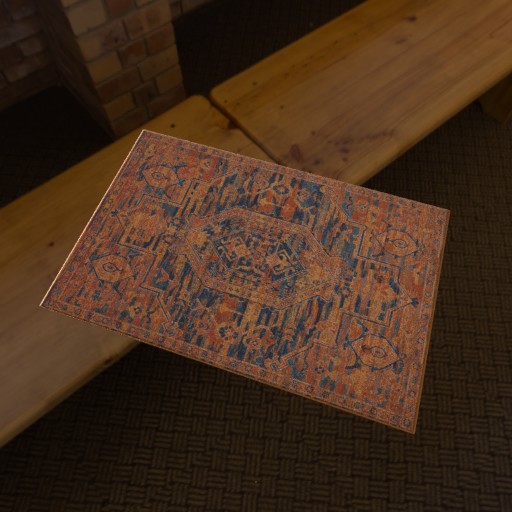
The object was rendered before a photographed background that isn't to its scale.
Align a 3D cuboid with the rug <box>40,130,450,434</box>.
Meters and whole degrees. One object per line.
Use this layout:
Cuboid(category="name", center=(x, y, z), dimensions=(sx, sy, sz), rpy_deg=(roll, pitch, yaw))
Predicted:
Cuboid(category="rug", center=(0.000, 0.000, 2.195), dimensions=(1.758, 0.013, 1.148), rpy_deg=(17, 64, 8))
